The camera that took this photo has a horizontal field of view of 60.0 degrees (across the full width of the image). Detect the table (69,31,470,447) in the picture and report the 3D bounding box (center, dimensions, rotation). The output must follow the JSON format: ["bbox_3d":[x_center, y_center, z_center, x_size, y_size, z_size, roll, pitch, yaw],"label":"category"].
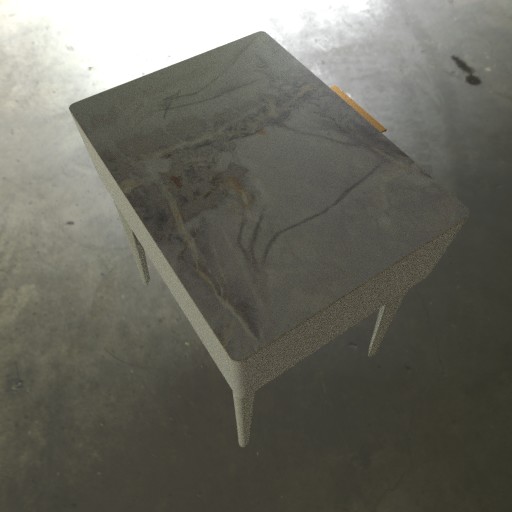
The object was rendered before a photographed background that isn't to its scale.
[{"bbox_3d":[0.000,0.000,0.887,0.400,0.570,0.500,-29,63,-17],"label":"table"}]
